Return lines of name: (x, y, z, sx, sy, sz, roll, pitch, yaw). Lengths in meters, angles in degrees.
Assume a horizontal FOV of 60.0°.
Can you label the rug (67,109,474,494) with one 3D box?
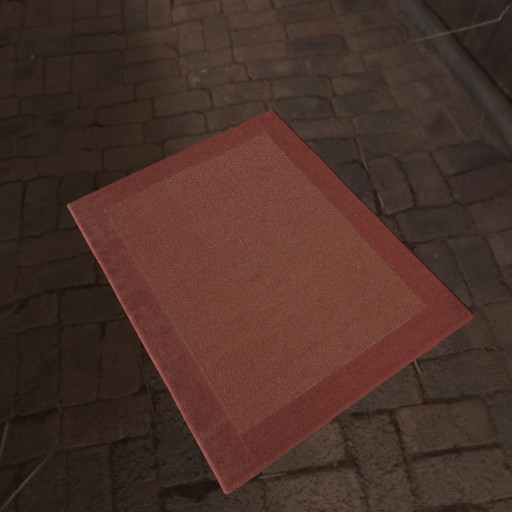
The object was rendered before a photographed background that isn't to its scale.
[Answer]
rug: (0.000, 0.000, 3.986, 2.430, 0.018, 2.976, -30, 64, -16)
